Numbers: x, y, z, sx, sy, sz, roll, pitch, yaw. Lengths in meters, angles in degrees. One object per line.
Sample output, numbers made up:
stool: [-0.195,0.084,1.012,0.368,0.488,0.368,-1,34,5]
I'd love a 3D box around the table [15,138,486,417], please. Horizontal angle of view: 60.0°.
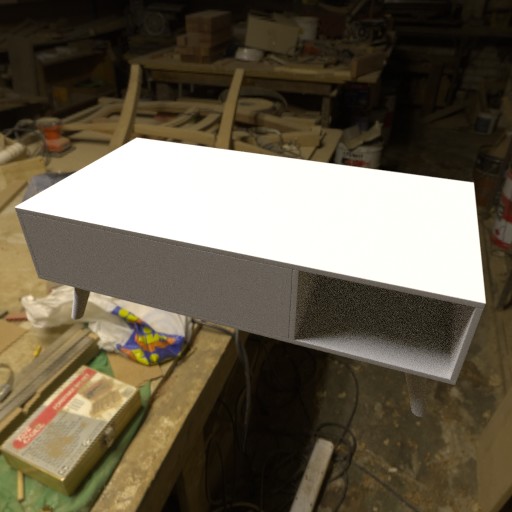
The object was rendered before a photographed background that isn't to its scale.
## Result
table: [0.000,0.000,1.406,1.194,0.432,0.609,12,35,17]
